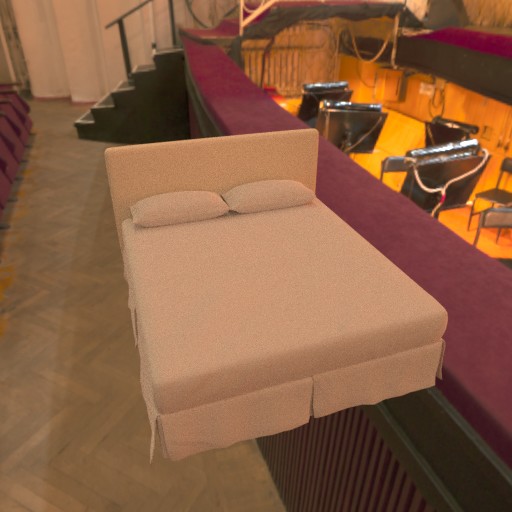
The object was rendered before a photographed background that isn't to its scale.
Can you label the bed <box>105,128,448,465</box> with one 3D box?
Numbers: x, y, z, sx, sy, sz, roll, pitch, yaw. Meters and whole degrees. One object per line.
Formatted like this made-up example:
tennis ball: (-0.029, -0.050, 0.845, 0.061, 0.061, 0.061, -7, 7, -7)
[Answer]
bed: (0.000, 0.000, 3.546, 2.119, 1.317, 2.341, -10, 32, -16)
